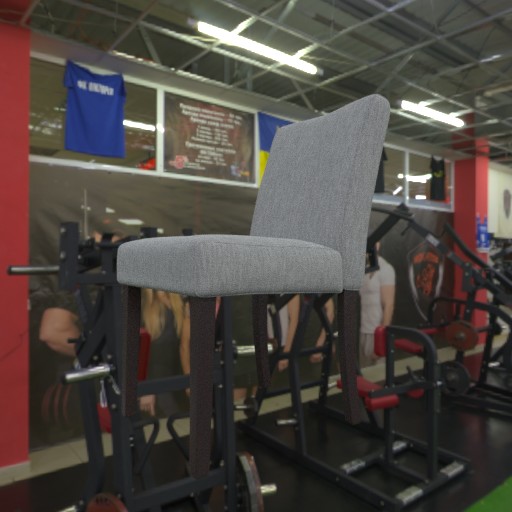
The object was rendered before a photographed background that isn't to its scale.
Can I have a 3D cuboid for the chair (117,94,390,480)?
[{"bbox_3d":[0.000,0.000,1.224,0.629,0.884,0.487,0,1,-36],"label":"chair"}]
